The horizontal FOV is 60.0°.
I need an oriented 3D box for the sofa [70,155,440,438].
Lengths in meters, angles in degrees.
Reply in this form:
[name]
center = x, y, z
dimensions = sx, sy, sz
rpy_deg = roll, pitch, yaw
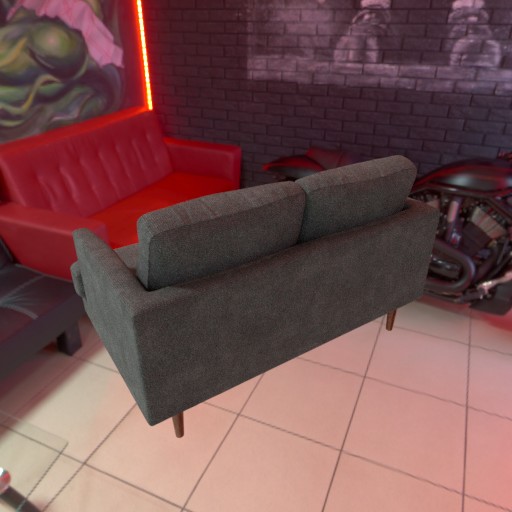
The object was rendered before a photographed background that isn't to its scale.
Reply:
[sofa]
center = 0.000, 0.000, 2.185
dimensions = 1.582, 0.956, 0.903
rpy_deg = -18, 33, -29
